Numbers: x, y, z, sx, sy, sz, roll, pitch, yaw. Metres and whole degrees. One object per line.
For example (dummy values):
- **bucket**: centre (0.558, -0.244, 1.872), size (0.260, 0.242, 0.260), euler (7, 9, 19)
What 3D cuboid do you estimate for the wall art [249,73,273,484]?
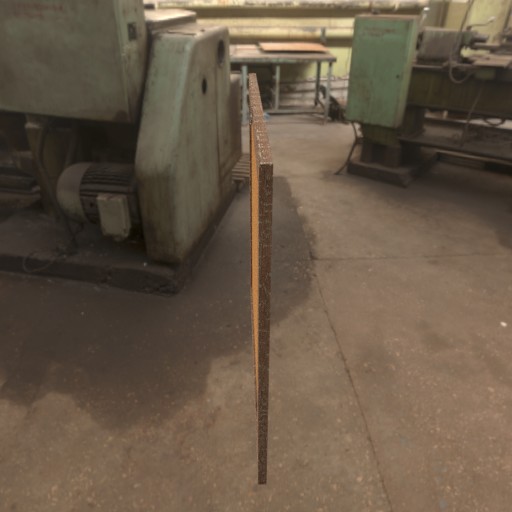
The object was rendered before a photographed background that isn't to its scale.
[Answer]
- **wall art**: centre (0.000, 0.000, 0.576), size (0.012, 0.384, 0.384), euler (-1, 31, -2)
